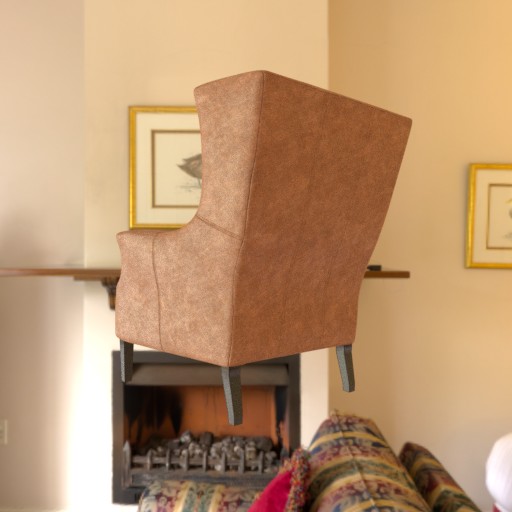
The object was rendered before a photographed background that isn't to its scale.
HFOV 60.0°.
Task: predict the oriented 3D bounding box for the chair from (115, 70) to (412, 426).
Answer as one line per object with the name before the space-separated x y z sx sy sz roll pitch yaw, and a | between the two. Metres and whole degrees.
chair | 0.000 0.000 1.692 0.853 1.016 0.926 0 0 -38
